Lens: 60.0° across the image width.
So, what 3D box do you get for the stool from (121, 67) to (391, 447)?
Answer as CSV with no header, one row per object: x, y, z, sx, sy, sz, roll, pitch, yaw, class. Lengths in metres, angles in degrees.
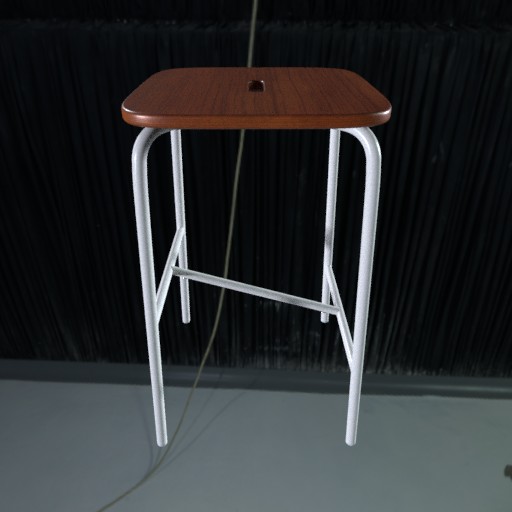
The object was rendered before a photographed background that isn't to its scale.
0.000,0.000,0.836,0.376,0.610,0.376,0,31,0,stool
